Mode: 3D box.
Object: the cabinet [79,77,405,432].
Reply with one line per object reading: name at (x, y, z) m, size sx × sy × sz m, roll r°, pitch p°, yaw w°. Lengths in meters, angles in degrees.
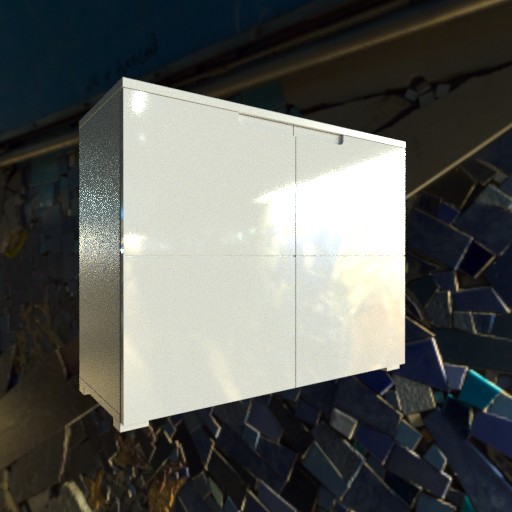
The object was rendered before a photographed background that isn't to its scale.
cabinet at (0.000, 0.000, 1.436) m, size 1.000 × 0.800 × 0.400 m, roll 0°, pitch 0°, yaw -35°
